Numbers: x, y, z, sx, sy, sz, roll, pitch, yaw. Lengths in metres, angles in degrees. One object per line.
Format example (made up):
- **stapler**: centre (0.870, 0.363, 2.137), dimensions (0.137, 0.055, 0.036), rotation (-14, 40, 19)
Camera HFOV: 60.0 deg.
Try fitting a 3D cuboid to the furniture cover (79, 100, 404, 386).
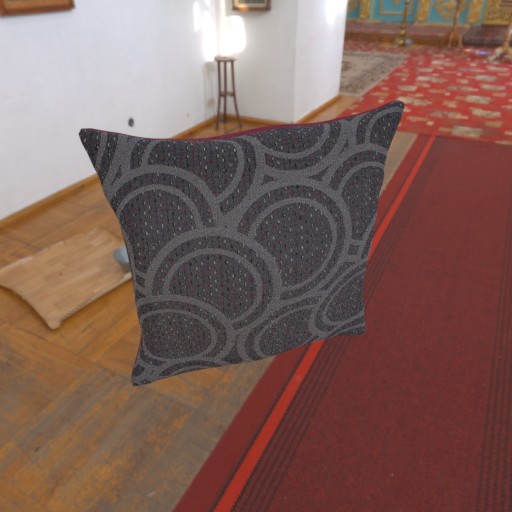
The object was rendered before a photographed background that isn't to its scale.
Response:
- **furniture cover**: centre (0.000, 0.000, 0.807), dimensions (0.514, 0.513, 0.163), rotation (-10, 34, -15)
